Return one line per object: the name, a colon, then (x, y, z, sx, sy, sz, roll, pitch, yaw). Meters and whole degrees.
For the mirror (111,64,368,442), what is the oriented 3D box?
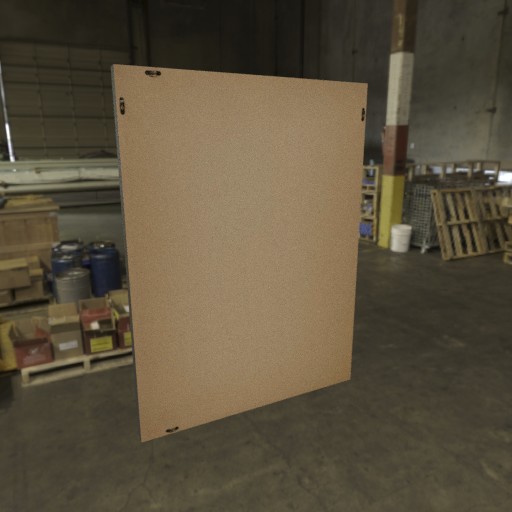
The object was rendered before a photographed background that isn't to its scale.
mirror: (0.000, 0.000, 1.338, 0.762, 1.016, 0.040, -7, 16, -27)
